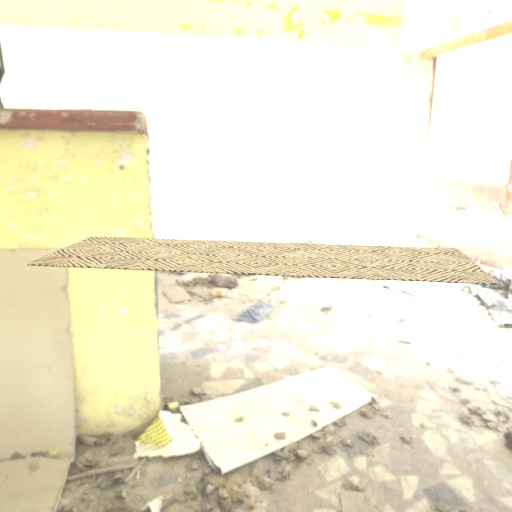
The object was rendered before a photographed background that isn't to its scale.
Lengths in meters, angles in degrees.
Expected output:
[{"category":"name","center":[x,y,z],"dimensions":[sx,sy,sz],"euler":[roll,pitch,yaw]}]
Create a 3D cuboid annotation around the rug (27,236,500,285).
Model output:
[{"category":"rug","center":[0.000,0.000,2.431],"dimensions":[2.277,0.008,0.676],"euler":[2,15,8]}]
